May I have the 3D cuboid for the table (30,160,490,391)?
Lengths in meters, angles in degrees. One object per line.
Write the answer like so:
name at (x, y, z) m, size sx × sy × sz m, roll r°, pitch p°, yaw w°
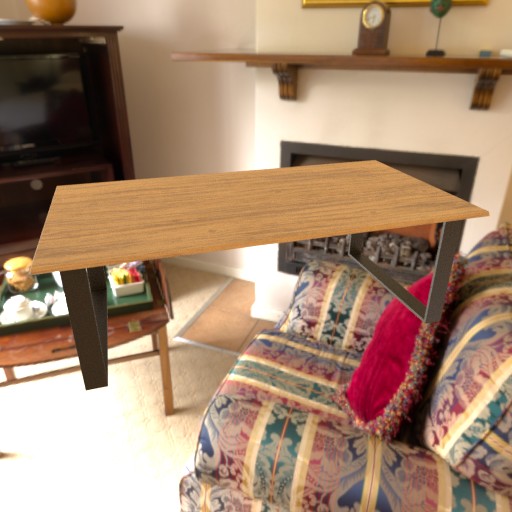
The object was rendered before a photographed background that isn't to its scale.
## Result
table at (0.000, 0.000, 1.614) m, size 1.331 × 0.445 × 0.693 m, roll -8°, pitch 27°, yaw -15°
